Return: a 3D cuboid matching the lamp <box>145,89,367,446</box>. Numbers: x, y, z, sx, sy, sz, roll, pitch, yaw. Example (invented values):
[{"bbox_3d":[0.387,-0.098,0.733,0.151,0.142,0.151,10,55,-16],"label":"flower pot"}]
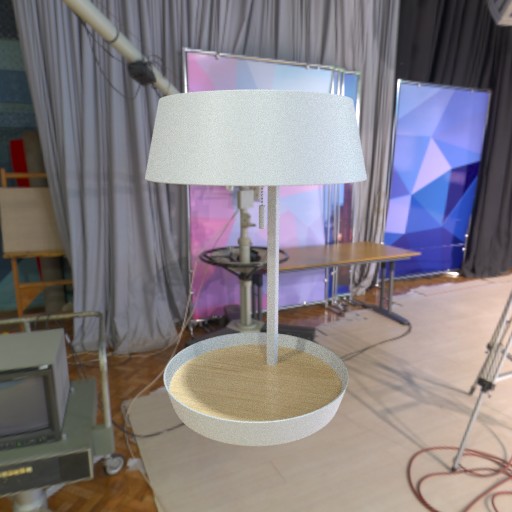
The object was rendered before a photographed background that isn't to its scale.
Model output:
[{"bbox_3d":[0.000,0.000,0.623,0.291,0.429,0.291,0,13,0],"label":"lamp"}]
